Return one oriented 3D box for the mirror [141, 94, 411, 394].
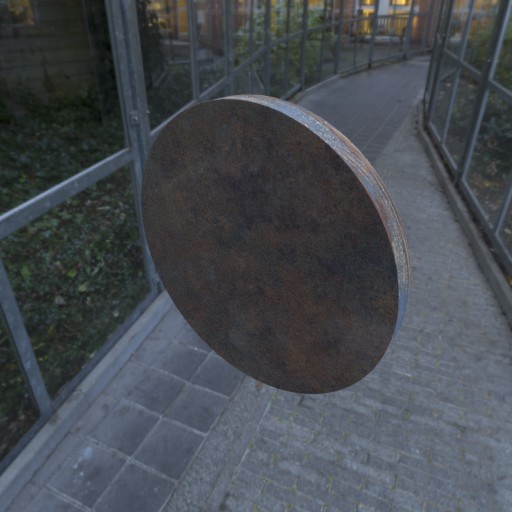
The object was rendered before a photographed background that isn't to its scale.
[{"bbox_3d":[0.000,0.000,0.852,0.585,0.585,0.061,21,36,31],"label":"mirror"}]
